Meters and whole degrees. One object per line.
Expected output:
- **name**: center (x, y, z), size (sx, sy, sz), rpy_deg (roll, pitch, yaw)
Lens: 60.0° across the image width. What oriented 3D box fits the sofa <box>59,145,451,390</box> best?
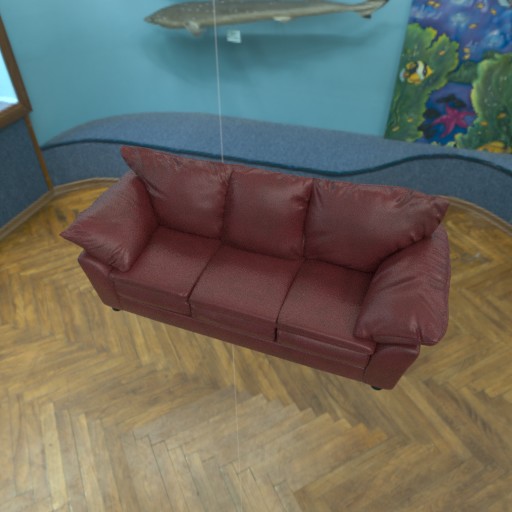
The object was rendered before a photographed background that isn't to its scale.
- **sofa**: center (0.000, 0.000, 2.954), size (2.390, 1.091, 0.907), rpy_deg (14, 43, 15)
